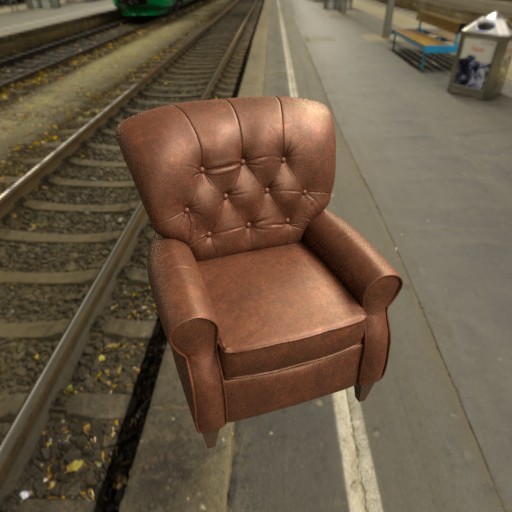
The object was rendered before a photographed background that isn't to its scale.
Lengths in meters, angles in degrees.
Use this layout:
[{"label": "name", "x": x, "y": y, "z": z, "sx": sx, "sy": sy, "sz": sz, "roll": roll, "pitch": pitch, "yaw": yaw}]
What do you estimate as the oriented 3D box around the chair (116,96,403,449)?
[{"label": "chair", "x": 0.000, "y": 0.000, "z": 1.952, "sx": 0.979, "sy": 1.162, "sz": 1.031, "roll": -11, "pitch": 34, "yaw": -16}]
